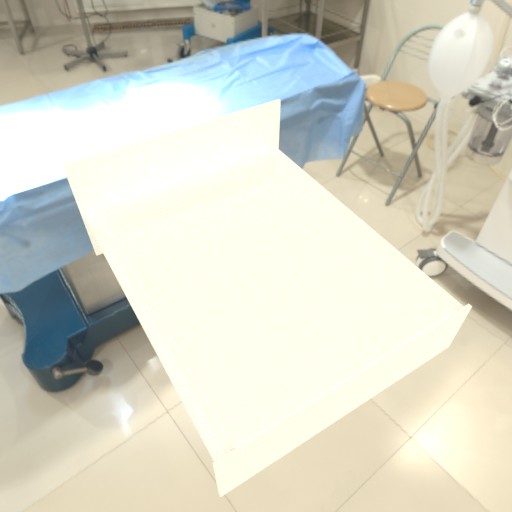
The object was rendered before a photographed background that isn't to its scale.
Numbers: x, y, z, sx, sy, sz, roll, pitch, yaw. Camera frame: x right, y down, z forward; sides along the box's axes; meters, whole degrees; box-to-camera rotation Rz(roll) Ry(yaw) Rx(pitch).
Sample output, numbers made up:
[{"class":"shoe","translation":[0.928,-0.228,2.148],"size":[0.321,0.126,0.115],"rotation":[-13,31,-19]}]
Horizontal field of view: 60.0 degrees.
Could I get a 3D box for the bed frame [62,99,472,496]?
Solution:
[{"class":"bed frame","translation":[0.000,0.000,2.764],"size":[1.622,0.800,1.960],"rotation":[-24,51,-21]}]
